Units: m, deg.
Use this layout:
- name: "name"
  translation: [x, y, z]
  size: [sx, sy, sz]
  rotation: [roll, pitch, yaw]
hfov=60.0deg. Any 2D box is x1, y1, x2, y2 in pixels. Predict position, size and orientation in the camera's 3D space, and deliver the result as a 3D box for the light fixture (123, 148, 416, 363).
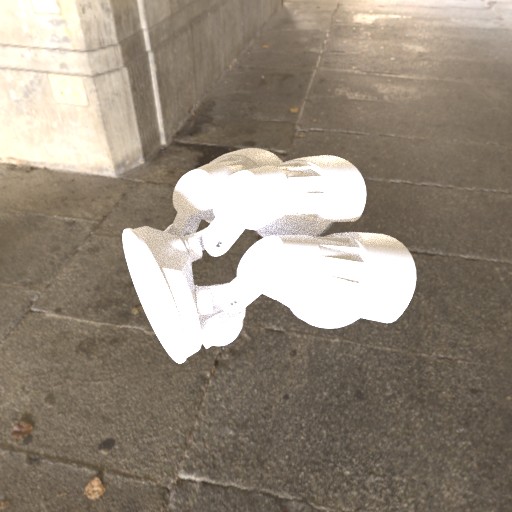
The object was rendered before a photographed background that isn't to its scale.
- name: "light fixture"
  translation: [0.000, 0.000, 0.555]
  size: [0.278, 0.237, 0.369]
  rotation: [-23, 45, -24]
